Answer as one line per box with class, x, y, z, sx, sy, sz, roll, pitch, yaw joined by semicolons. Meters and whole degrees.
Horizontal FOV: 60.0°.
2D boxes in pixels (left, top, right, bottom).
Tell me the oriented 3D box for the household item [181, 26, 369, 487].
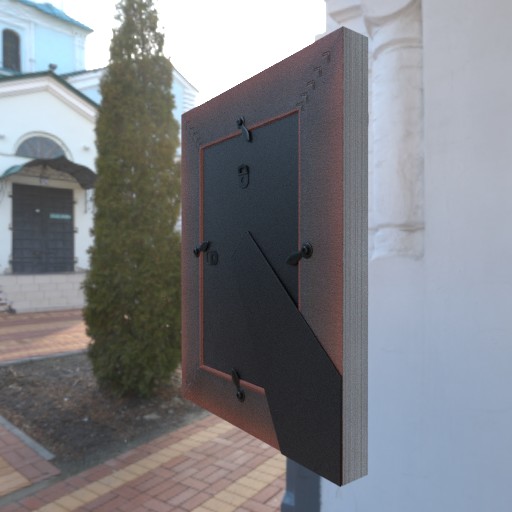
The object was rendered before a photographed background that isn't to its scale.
household item;0.000;0.000;0.280;0.025;0.216;0.165;0;0;-37
